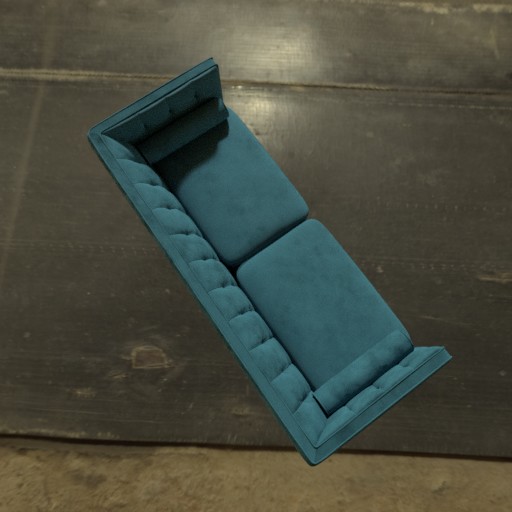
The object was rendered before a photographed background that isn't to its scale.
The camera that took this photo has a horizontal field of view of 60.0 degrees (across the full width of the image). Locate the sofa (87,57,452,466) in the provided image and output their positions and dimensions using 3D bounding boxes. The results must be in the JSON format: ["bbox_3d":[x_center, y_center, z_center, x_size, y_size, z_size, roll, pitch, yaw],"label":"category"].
[{"bbox_3d":[0.000,0.000,2.614,0.867,0.789,2.087,-34,78,-8],"label":"sofa"}]
